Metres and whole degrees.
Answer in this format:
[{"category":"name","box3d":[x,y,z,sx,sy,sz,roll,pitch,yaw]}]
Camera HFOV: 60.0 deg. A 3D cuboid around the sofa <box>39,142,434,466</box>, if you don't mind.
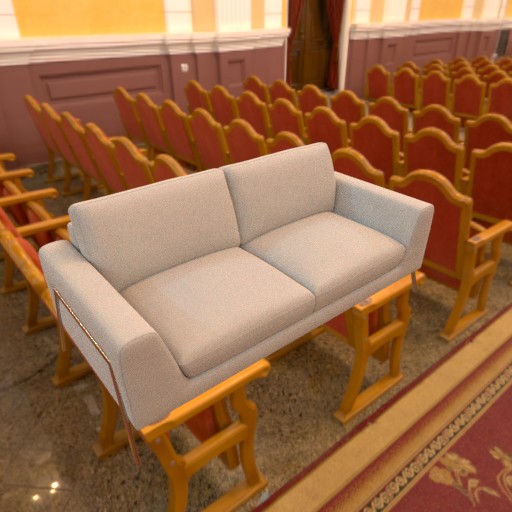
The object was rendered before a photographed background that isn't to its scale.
[{"category":"sofa","box3d":[0.000,0.000,2.479,2.017,0.875,0.953,-22,37,-33]}]
